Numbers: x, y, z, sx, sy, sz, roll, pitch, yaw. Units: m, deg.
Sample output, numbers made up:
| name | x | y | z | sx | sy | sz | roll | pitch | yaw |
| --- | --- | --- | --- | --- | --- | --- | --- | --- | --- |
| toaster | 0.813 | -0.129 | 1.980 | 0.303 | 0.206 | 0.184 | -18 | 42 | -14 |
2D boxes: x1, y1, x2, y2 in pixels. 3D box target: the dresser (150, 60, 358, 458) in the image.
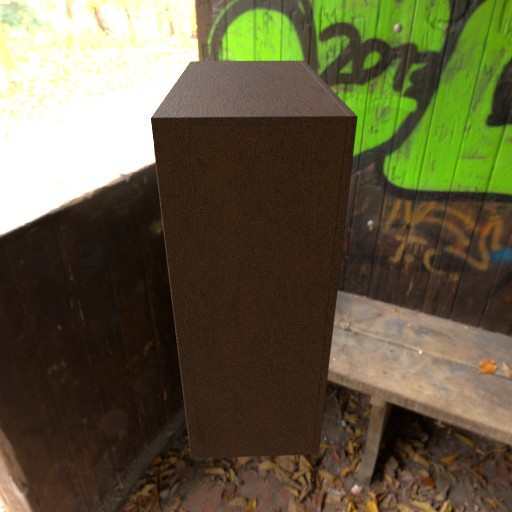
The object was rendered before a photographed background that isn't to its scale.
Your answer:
| name | x | y | z | sx | sy | sz | roll | pitch | yaw |
| --- | --- | --- | --- | --- | --- | --- | --- | --- | --- |
| dresser | 0.000 | 0.000 | 1.771 | 0.516 | 1.320 | 0.964 | -1 | 31 | -2 |
